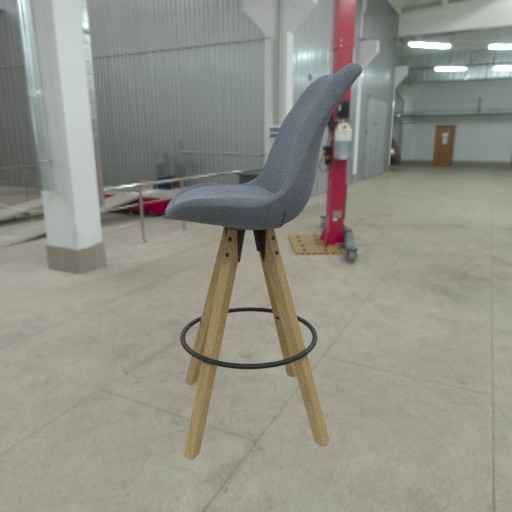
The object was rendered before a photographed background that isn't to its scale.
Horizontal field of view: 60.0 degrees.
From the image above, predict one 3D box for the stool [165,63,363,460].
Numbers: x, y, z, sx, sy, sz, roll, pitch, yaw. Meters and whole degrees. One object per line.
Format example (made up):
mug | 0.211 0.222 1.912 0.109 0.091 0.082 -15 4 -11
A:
stool | 0.000 0.000 1.413 0.550 1.115 0.485 -2 15 -8
